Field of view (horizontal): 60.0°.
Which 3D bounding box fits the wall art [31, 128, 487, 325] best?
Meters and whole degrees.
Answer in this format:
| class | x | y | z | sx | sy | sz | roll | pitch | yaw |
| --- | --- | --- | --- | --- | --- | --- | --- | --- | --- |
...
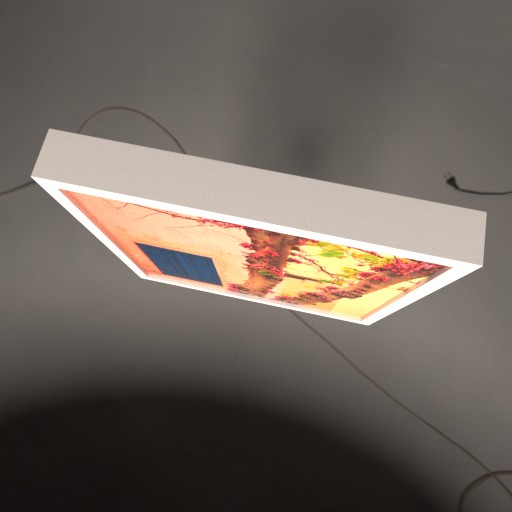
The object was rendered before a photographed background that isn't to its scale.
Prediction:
| class | x | y | z | sx | sy | sz | roll | pitch | yaw |
| --- | --- | --- | --- | --- | --- | --- | --- | --- | --- |
| wall art | 0.000 | 0.000 | 0.442 | 0.305 | 0.302 | 0.038 | 11 | 74 | 3 |
